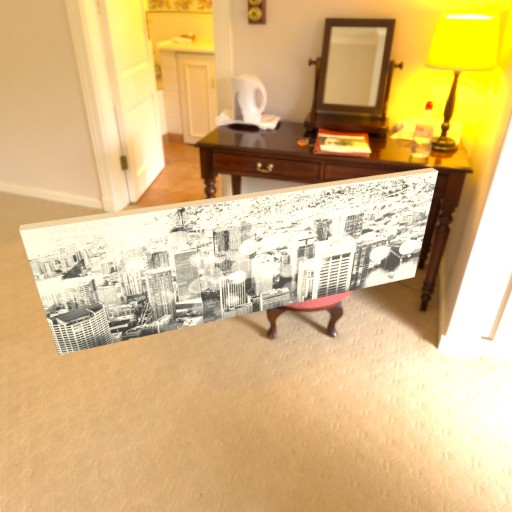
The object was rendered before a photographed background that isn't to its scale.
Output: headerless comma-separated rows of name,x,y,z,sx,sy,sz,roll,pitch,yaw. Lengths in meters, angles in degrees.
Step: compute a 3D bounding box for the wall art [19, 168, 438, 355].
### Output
wall art,0.000,0.000,1.692,1.520,0.507,0.044,-10,33,-16
